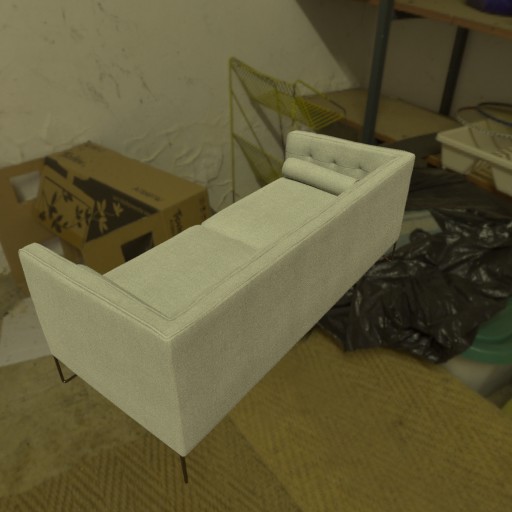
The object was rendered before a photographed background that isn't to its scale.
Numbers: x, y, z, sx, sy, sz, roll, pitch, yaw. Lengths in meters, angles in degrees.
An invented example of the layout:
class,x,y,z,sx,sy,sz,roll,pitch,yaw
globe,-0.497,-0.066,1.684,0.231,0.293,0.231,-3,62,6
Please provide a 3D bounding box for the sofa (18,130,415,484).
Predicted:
class,x,y,z,sx,sy,sz,roll,pitch,yaw
sofa,0.000,0.000,2.457,0.912,0.798,2.079,22,39,31
